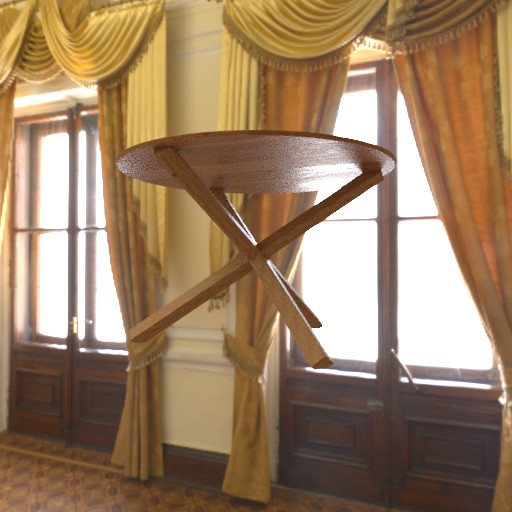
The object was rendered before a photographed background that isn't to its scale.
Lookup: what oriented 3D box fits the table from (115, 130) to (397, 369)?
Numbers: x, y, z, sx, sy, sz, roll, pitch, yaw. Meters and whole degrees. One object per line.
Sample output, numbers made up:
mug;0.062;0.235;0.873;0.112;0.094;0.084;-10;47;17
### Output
table;0.000;0.000;1.710;1.038;0.666;1.038;0;-1;0
